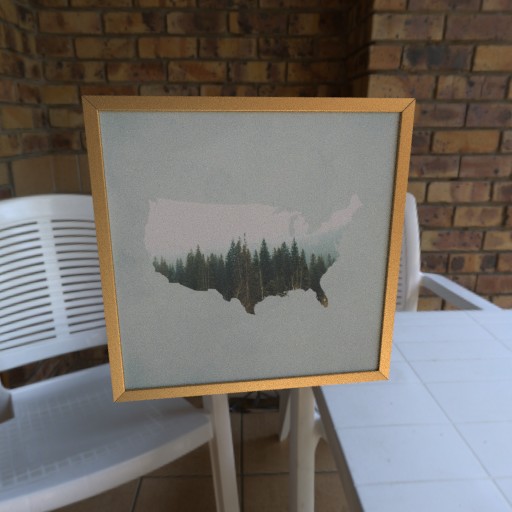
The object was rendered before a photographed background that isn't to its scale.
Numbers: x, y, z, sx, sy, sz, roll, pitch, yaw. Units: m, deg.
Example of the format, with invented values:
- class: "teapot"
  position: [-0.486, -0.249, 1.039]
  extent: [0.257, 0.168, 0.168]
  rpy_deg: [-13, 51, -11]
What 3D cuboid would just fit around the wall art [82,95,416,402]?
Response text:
- class: "wall art"
  position: [0.000, 0.000, 1.129]
  extent: [0.762, 0.762, 0.038]
  rpy_deg: [-2, 17, -8]
